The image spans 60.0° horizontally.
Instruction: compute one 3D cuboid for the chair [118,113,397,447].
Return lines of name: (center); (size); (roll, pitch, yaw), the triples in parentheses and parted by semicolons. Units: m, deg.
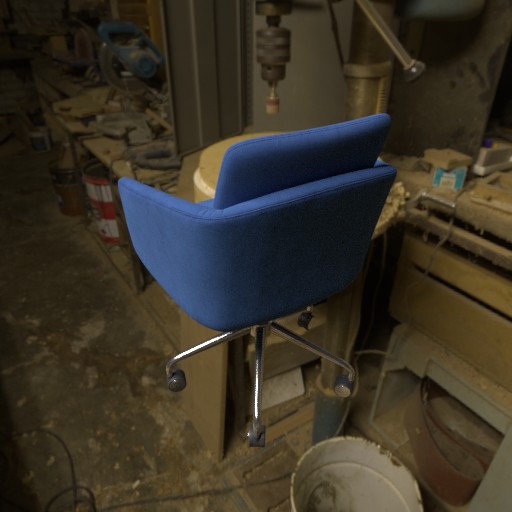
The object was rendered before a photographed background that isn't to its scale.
chair: (0.000, 0.000, 1.344); (0.641, 0.908, 0.635); (-19, 36, -28)
